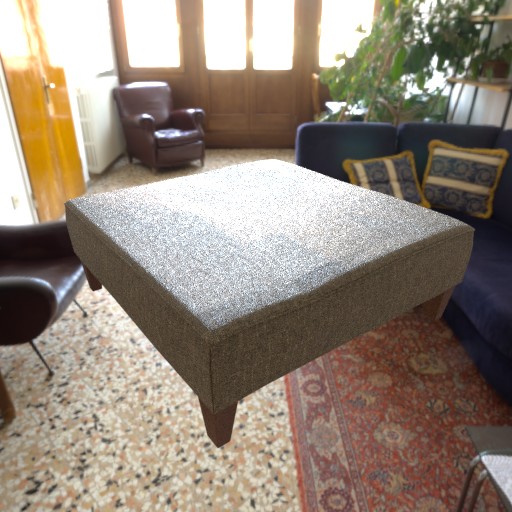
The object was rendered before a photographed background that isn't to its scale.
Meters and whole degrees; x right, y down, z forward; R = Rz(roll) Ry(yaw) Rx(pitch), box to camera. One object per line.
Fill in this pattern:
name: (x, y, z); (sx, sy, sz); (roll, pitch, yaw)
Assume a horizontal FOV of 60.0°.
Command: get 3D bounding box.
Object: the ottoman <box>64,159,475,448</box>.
ottoman: (0.000, 0.000, 1.531); (0.981, 0.379, 1.016); (-18, 32, -32)
